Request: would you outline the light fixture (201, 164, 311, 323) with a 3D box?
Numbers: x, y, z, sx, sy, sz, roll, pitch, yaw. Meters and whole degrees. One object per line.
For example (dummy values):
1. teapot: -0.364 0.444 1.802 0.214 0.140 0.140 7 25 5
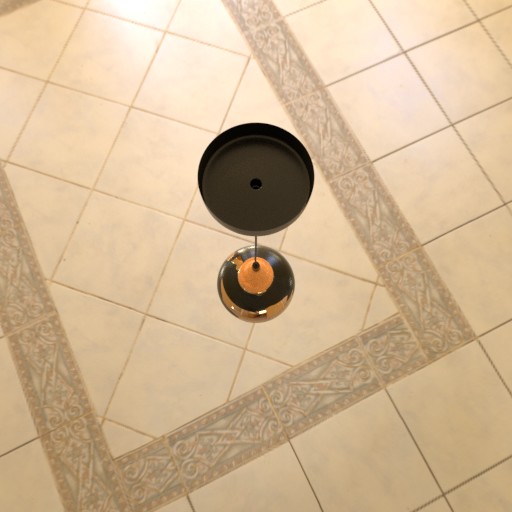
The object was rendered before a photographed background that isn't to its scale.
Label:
1. light fixture: 0.000 0.000 1.823 0.430 1.606 0.430 -35 79 -8
